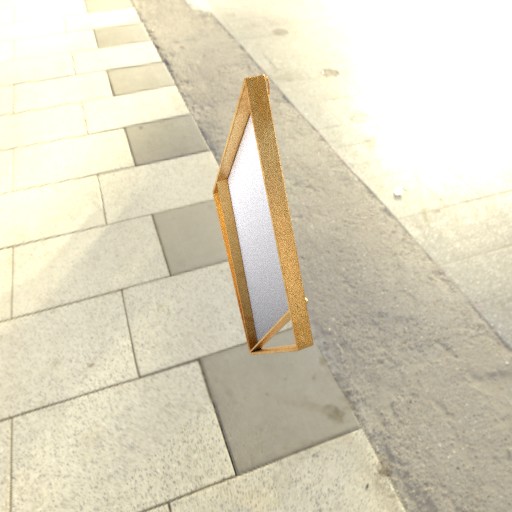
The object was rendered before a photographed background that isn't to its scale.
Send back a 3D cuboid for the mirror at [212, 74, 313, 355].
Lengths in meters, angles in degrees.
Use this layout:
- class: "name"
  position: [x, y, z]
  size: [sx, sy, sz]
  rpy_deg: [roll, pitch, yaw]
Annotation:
- class: "mirror"
  position: [0.000, 0.000, 0.821]
  size: [0.032, 0.679, 0.419]
  rpy_deg: [-17, 49, -15]
